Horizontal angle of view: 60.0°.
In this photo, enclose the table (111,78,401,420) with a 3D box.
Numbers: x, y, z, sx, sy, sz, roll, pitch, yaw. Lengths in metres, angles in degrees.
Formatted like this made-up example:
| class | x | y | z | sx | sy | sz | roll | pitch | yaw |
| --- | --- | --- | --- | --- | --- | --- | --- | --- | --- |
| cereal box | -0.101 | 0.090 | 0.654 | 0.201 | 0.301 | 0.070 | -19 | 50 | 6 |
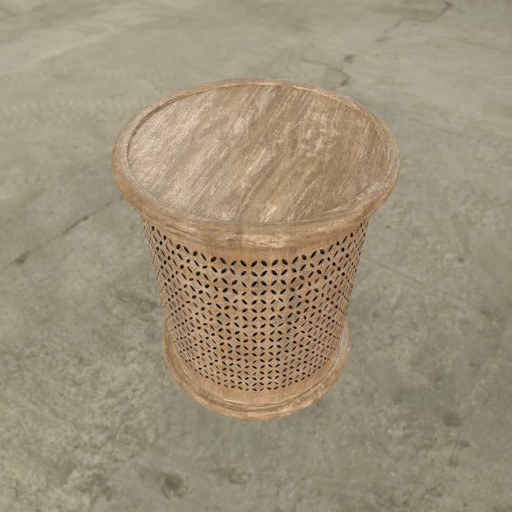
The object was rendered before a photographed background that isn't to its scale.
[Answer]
| class | x | y | z | sx | sy | sz | roll | pitch | yaw |
| --- | --- | --- | --- | --- | --- | --- | --- | --- | --- |
| table | 0.000 | 0.000 | 0.805 | 0.407 | 0.482 | 0.407 | 0 | 46 | 0 |
